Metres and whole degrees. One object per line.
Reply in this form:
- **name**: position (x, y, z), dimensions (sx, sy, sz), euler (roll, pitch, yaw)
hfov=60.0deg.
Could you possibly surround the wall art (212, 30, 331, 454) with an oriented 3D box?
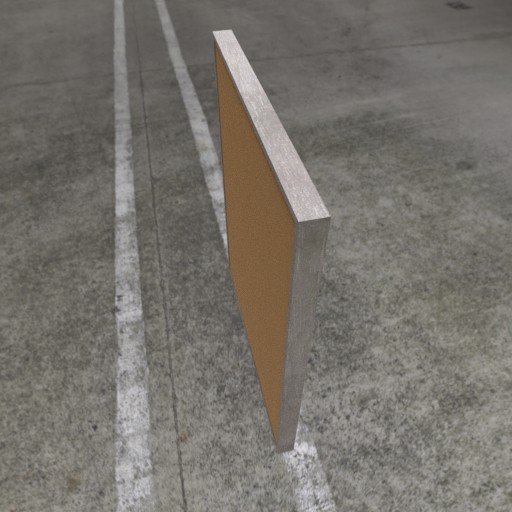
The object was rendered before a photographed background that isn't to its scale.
- **wall art**: position (0.000, 0.000, 0.693), dimensions (0.032, 0.521, 0.421), euler (-10, 47, -9)
